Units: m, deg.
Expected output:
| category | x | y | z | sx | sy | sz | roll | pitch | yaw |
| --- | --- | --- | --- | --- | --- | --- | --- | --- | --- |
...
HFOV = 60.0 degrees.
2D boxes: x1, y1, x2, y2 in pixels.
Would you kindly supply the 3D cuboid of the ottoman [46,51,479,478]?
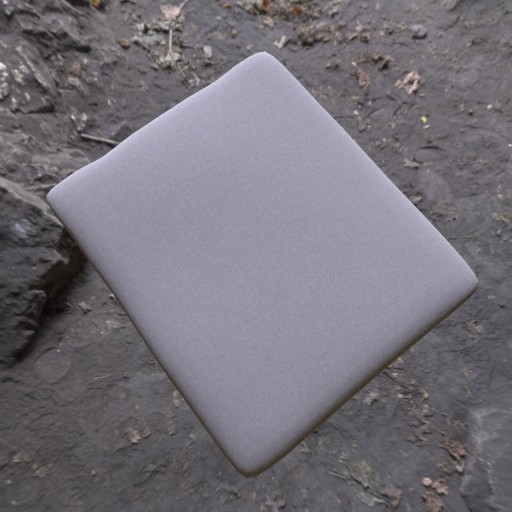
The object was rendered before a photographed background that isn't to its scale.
| category | x | y | z | sx | sy | sz | roll | pitch | yaw |
| --- | --- | --- | --- | --- | --- | --- | --- | --- | --- |
| ottoman | 0.000 | 0.000 | 1.416 | 0.836 | 0.492 | 0.976 | -37 | 78 | -9 |
